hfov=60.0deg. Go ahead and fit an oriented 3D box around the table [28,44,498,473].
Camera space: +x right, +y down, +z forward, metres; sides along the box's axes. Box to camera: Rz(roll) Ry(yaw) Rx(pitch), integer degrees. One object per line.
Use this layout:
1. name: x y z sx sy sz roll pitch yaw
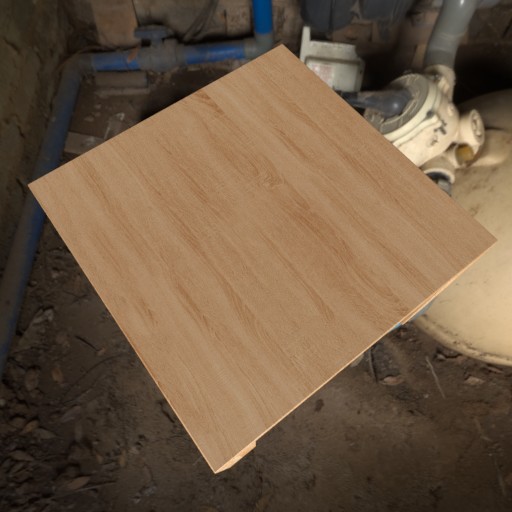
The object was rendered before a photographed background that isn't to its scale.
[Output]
1. table: 0.000 0.000 1.127 0.700 0.450 0.700 -35 70 -14
